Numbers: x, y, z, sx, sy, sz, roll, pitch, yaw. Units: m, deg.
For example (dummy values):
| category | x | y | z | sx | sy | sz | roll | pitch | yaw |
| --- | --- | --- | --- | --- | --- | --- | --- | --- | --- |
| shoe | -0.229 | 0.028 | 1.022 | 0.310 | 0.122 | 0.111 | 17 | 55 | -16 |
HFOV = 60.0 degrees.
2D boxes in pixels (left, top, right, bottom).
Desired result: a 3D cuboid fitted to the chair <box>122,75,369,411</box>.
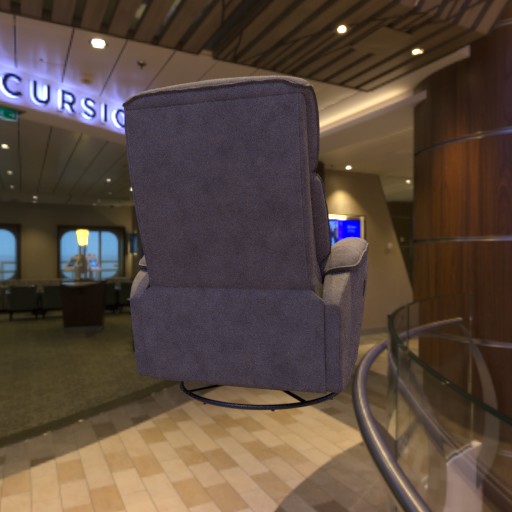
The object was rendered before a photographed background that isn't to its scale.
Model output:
| category | x | y | z | sx | sy | sz | roll | pitch | yaw |
| --- | --- | --- | --- | --- | --- | --- | --- | --- | --- |
| chair | 0.000 | 0.000 | 1.724 | 0.830 | 1.036 | 1.009 | 0 | 0 | 16 |
